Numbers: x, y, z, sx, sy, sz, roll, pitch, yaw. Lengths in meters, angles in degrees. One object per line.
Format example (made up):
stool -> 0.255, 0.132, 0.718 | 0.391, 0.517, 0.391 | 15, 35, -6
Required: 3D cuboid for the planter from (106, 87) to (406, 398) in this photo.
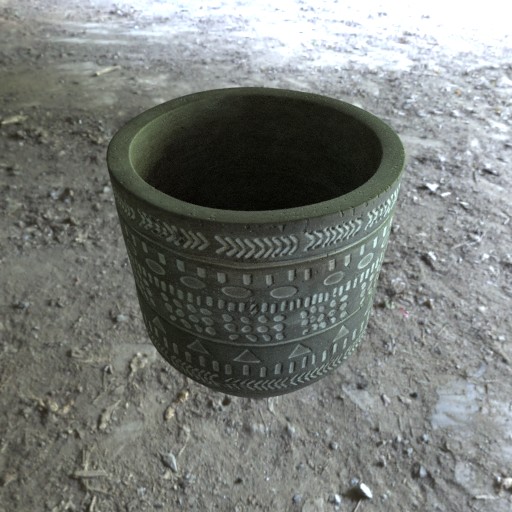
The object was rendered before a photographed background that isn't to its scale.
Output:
planter -> 0.000, 0.000, 0.262 | 0.142, 0.149, 0.142 | 0, 40, 0
